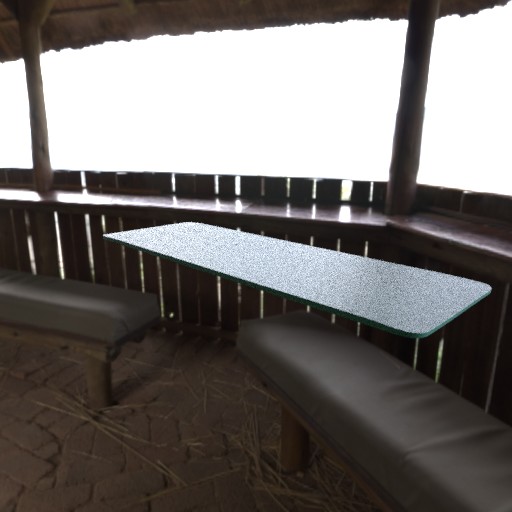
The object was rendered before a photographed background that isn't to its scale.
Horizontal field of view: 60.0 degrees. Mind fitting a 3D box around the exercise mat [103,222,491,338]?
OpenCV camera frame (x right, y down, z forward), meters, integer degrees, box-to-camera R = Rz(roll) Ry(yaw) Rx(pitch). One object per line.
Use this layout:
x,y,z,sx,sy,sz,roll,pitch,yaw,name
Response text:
0.000,0.000,2.038,0.616,0.021,1.869,-14,20,-43,exercise mat
